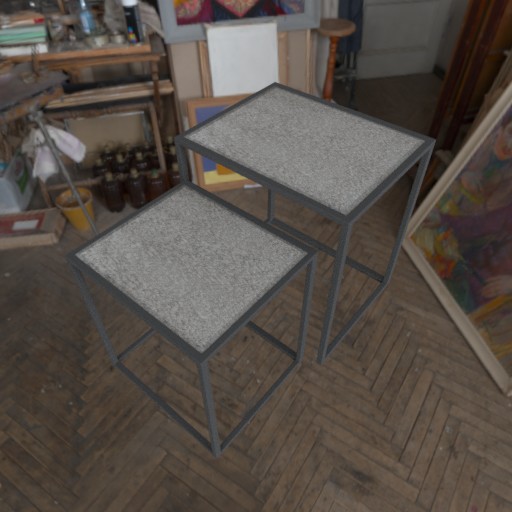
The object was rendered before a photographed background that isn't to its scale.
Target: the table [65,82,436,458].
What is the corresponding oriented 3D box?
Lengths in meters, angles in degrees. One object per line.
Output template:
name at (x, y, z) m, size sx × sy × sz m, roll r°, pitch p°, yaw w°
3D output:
table at (0.000, 0.000, 1.194) m, size 0.508 × 0.540 × 0.788 m, roll 31°, pitch 53°, yaw 27°
